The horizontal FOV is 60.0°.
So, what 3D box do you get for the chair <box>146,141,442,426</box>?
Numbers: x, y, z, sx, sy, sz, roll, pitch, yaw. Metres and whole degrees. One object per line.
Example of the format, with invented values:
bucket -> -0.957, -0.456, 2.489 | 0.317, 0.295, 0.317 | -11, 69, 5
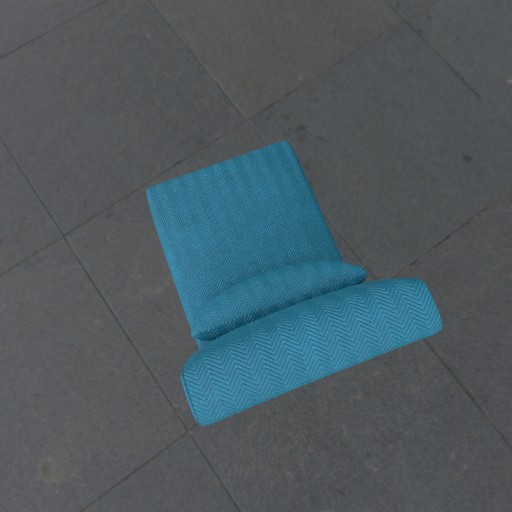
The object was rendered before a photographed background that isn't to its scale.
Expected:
chair -> 0.000, 0.000, 1.436 | 0.579, 0.927, 0.808 | -20, 76, -5
